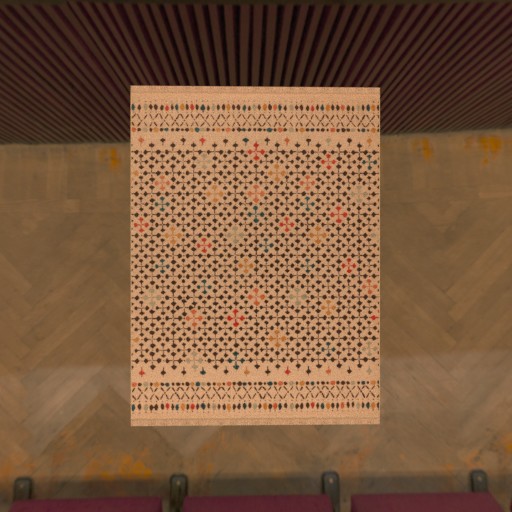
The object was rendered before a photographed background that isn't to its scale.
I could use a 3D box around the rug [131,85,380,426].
[{"bbox_3d":[0.000,0.000,2.039,1.146,0.006,1.556,0,90,-1],"label":"rug"}]
